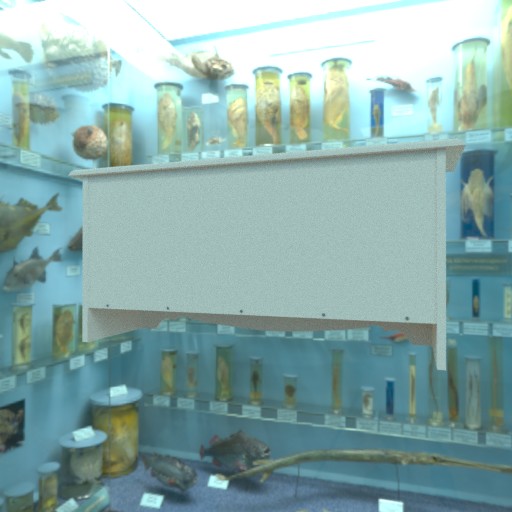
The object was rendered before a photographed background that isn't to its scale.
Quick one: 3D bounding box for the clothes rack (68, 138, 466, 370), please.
[{"bbox_3d":[0.000,0.000,1.339,1.120,0.531,0.324,0,0,20],"label":"clothes rack"}]
